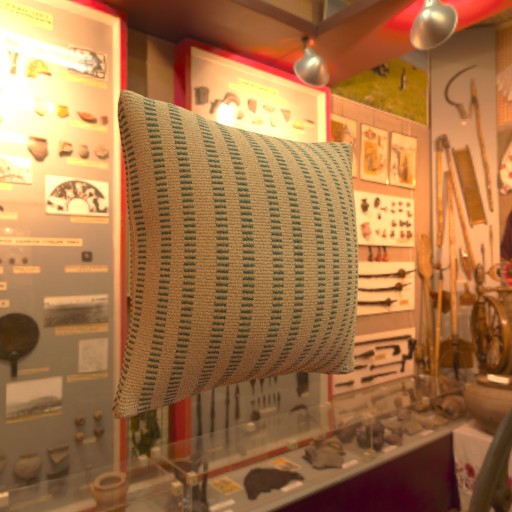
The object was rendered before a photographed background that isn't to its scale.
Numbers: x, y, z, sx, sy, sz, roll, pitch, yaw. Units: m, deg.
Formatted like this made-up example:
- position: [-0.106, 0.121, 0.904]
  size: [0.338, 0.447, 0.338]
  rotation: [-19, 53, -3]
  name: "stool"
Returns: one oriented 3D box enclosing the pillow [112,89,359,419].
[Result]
- position: [0.000, 0.000, 0.685]
  size: [0.438, 0.419, 0.247]
  rotation: [1, -2, -36]
  name: "pillow"
